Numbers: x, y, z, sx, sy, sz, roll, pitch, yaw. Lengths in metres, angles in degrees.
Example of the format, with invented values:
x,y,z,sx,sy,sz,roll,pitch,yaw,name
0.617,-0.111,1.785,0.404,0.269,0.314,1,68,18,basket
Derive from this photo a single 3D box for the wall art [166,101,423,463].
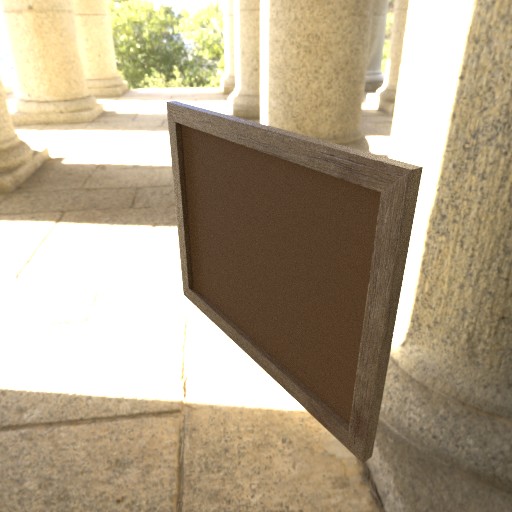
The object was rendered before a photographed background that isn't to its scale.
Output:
x,y,z,sx,sy,sz,roll,pitch,yaw,name
0.000,0.000,0.922,0.026,0.535,0.690,-18,32,-31,wall art
